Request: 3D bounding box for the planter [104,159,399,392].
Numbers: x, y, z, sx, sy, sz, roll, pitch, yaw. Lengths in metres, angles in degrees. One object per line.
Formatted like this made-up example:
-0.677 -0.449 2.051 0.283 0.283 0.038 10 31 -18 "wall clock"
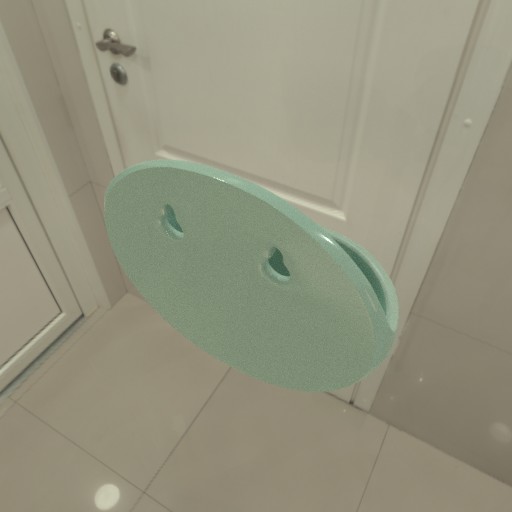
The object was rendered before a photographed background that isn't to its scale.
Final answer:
0.000 0.000 0.276 0.189 0.164 0.073 23 50 20 "planter"
